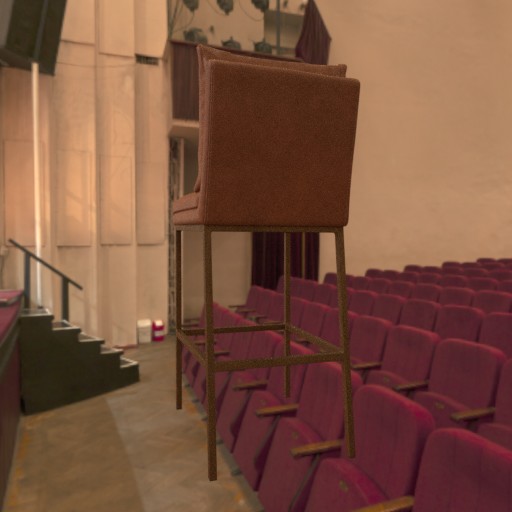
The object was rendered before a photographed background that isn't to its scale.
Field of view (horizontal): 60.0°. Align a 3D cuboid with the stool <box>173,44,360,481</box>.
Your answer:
[{"bbox_3d":[0.000,0.000,1.425,0.463,1.124,0.571,0,1,-18],"label":"stool"}]
